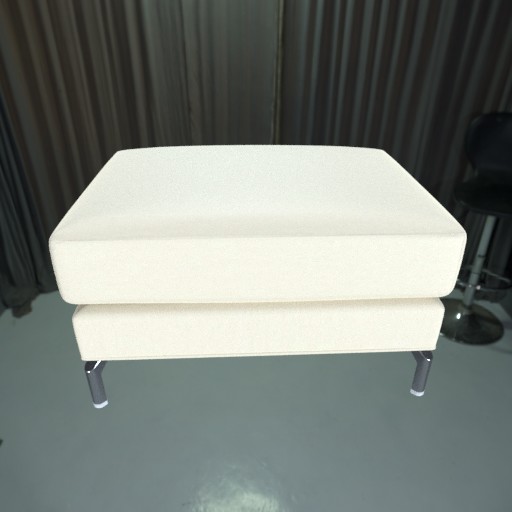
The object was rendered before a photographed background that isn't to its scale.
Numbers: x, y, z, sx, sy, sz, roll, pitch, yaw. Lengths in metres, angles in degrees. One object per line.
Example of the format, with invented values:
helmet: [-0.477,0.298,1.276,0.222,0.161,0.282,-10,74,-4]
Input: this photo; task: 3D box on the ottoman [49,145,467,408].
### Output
ottoman: [0.000,0.000,1.199,0.835,0.497,0.581,-1,30,-2]
